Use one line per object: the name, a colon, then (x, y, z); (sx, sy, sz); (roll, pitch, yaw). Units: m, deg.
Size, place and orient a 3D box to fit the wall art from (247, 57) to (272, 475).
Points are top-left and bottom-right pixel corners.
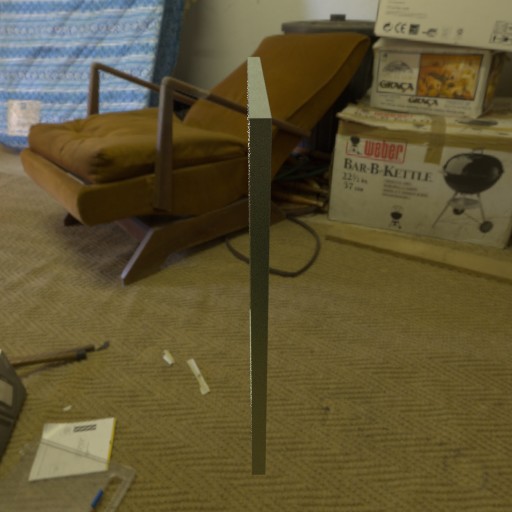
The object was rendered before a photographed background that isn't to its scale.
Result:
wall art: (0.000, 0.000, 1.409); (0.041, 1.062, 0.803); (-1, 31, -1)
